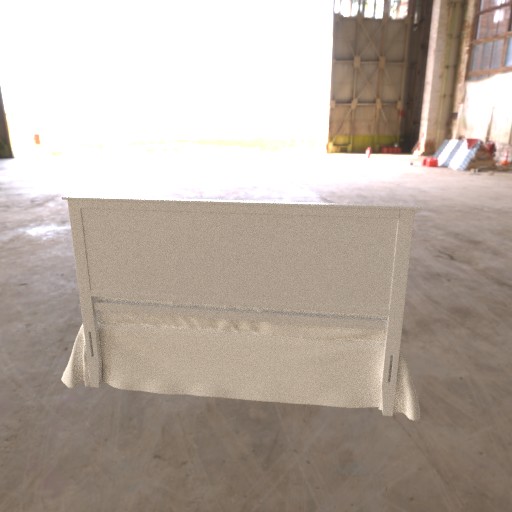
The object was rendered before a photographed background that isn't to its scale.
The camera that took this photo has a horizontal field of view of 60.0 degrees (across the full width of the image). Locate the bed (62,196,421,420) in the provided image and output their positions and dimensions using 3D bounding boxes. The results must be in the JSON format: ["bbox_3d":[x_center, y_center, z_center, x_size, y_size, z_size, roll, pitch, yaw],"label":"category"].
[{"bbox_3d":[0.000,0.000,3.620,2.317,1.273,2.215,3,17,9],"label":"bed"}]
